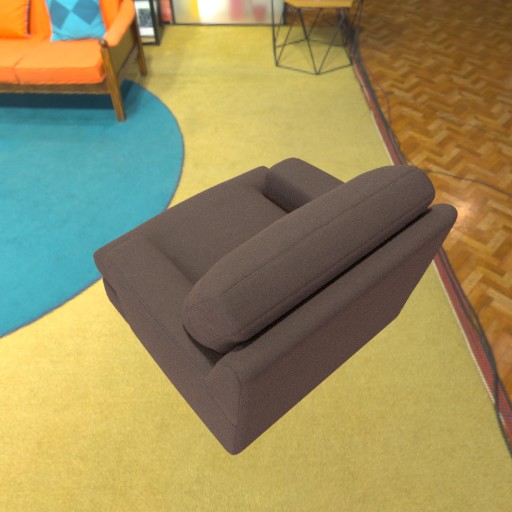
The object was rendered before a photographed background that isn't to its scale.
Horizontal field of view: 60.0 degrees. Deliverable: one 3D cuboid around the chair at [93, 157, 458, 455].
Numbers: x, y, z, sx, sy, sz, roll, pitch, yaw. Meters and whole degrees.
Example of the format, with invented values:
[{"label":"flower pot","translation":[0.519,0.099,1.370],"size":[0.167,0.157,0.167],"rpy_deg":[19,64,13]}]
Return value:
[{"label":"chair","translation":[0.000,0.000,1.978],"size":[1.168,0.940,1.143],"rpy_deg":[-32,55,-26]}]
